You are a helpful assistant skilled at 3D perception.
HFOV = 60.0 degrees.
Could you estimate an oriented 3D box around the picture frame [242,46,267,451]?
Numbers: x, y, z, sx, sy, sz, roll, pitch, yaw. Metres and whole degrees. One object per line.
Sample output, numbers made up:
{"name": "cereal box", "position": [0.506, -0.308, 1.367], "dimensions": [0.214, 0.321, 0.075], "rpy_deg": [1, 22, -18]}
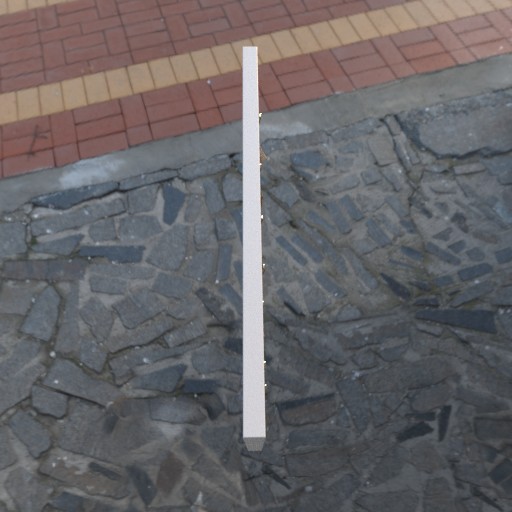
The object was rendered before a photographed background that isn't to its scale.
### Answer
{"name": "picture frame", "position": [0.000, 0.000, 0.819], "dimensions": [0.044, 0.379, 0.647], "rpy_deg": [-1, 64, 0]}
